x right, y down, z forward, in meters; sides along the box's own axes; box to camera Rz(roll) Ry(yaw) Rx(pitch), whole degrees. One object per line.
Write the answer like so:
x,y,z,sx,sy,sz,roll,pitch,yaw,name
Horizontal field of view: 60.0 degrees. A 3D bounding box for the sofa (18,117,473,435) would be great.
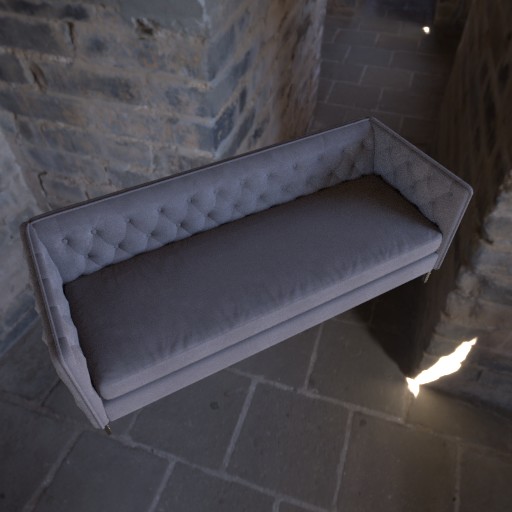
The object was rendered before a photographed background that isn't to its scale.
0.000,0.000,2.502,2.209,0.771,0.895,-21,50,-19,sofa
